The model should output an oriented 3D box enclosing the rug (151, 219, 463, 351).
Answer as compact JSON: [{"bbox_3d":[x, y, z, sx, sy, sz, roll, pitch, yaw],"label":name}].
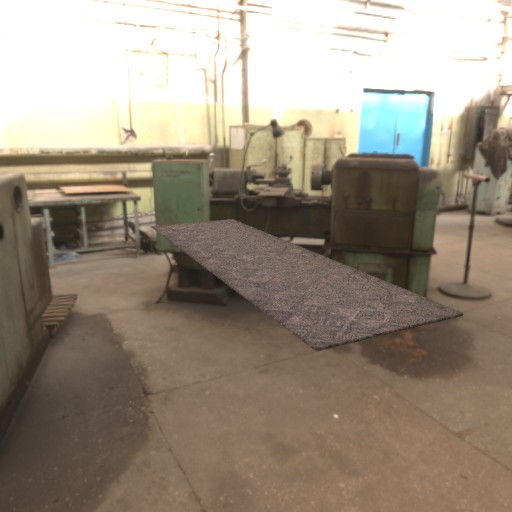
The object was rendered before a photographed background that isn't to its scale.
[{"bbox_3d":[0.000,0.000,2.571,0.691,0.011,2.296,-7,17,-25],"label":"rug"}]
